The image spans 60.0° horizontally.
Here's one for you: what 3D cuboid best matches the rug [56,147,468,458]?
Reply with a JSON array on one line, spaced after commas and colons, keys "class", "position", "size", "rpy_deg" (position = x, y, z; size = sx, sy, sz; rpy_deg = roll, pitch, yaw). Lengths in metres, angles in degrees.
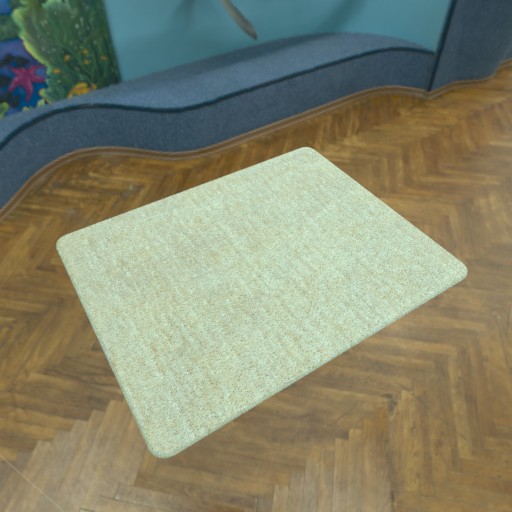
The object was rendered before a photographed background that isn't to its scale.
[{"class": "rug", "position": [0.000, 0.000, 3.391], "size": [2.528, 0.048, 2.009], "rpy_deg": [-25, 51, -22]}]
